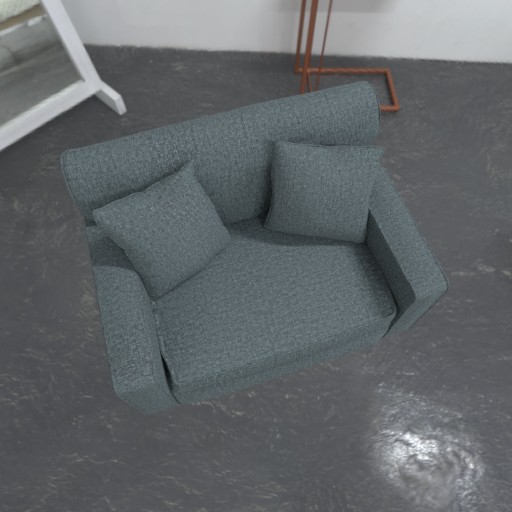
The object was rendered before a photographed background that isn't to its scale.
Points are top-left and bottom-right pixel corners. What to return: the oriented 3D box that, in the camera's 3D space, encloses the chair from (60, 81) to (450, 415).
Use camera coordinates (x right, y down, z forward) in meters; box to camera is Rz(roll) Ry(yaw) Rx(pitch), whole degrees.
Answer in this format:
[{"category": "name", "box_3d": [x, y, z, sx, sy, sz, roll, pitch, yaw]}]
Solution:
[{"category": "chair", "box_3d": [0.000, 0.000, 2.037, 1.383, 0.948, 1.000, -16, 64, -8]}]
